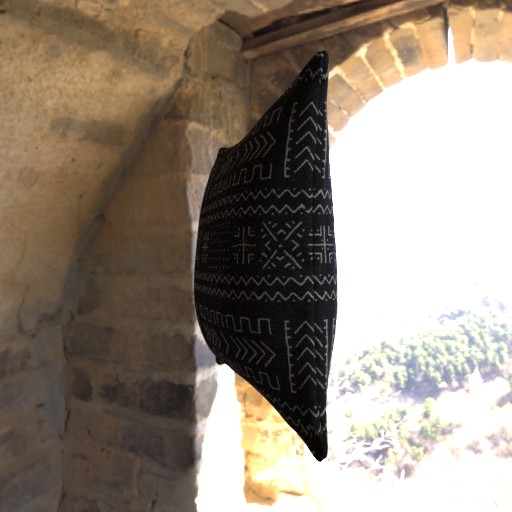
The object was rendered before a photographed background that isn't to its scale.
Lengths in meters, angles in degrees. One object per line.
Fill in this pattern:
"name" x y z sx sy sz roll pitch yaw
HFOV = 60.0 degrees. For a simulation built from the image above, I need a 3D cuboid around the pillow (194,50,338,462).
"pillow" 0.000 0.000 0.663 0.164 0.430 0.438 0 0 -19
